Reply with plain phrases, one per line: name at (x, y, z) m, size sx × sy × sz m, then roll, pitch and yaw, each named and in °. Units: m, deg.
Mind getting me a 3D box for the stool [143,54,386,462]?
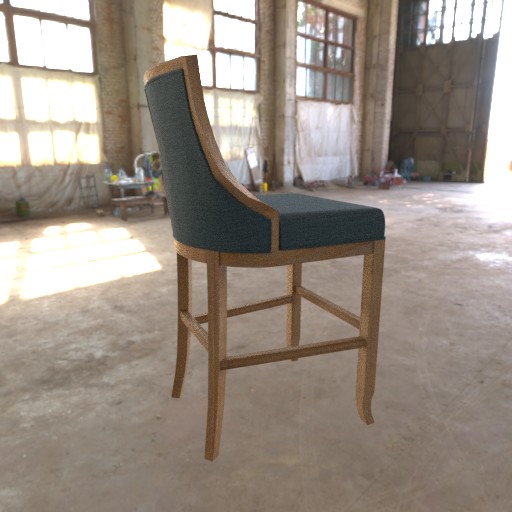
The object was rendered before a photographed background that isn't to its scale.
stool at (0.000, 0.000, 1.439) m, size 0.626 × 1.101 × 0.524 m, roll -7°, pitch 15°, yaw -25°
